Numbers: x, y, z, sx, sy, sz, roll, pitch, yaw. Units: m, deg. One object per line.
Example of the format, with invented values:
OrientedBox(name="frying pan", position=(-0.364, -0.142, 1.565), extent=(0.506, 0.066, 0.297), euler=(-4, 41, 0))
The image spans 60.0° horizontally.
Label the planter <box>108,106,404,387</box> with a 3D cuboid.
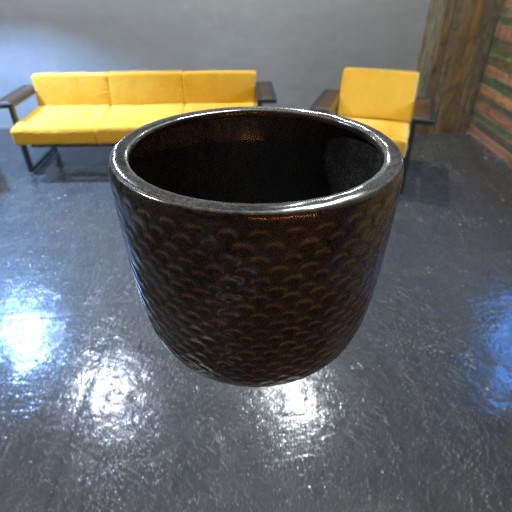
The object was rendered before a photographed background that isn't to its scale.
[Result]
OrientedBox(name="planter", position=(0.000, 0.000, 0.249), extent=(0.140, 0.129, 0.140), euler=(0, 34, 0))
